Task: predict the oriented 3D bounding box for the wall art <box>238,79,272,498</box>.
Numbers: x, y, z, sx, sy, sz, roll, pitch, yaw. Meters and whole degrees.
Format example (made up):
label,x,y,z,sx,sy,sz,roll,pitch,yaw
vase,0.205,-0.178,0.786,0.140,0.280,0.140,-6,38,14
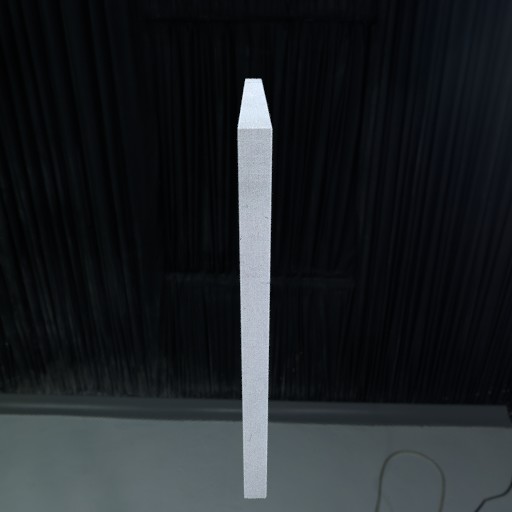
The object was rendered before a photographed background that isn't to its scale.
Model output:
label,x,y,z,sx,sy,sz,roll,pitch,yaw
wall art,0.000,0.000,0.877,0.044,0.605,0.605,0,26,0
